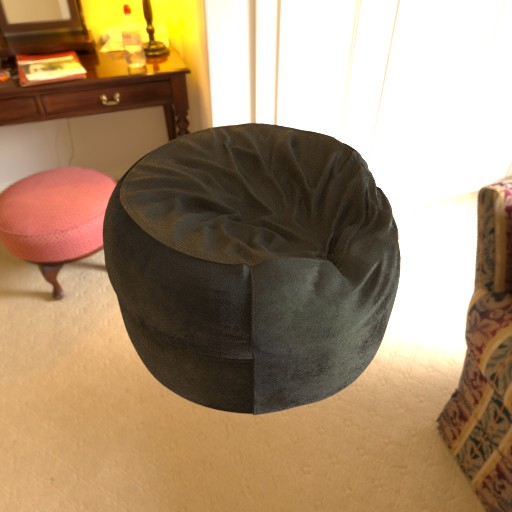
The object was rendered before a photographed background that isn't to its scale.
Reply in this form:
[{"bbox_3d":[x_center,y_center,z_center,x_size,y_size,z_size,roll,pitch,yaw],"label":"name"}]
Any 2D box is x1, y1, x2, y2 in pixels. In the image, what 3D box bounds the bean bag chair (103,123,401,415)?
[{"bbox_3d":[0.000,0.000,1.460,0.918,0.605,0.918,0,41,0],"label":"bean bag chair"}]
